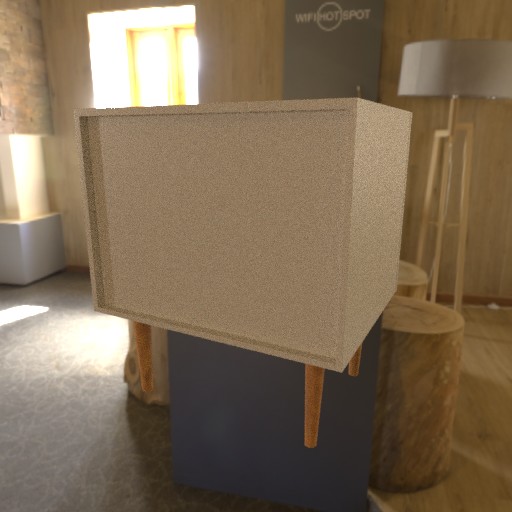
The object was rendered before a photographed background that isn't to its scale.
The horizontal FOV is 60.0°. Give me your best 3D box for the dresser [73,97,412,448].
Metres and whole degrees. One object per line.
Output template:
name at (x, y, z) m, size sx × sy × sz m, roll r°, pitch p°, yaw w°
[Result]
dresser at (0.000, 0.000, 0.911) m, size 0.503 × 0.568 × 0.414 m, roll 8°, pitch 17°, yaw 27°
